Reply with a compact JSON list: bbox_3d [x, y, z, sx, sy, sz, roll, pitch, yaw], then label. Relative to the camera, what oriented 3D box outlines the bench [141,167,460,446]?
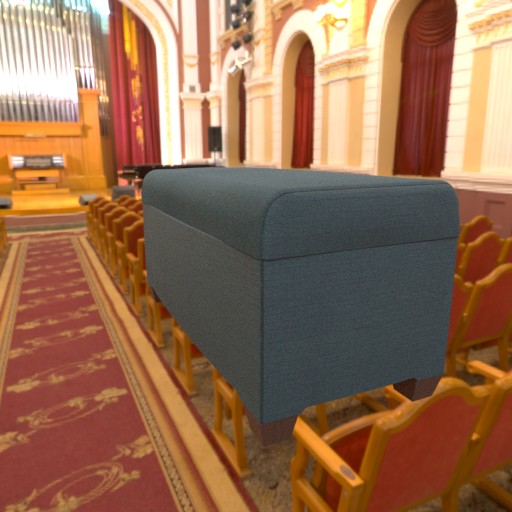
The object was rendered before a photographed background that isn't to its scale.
[{"bbox_3d":[0.000,0.000,1.245,0.476,0.474,0.995,-6,14,-24],"label":"bench"}]
